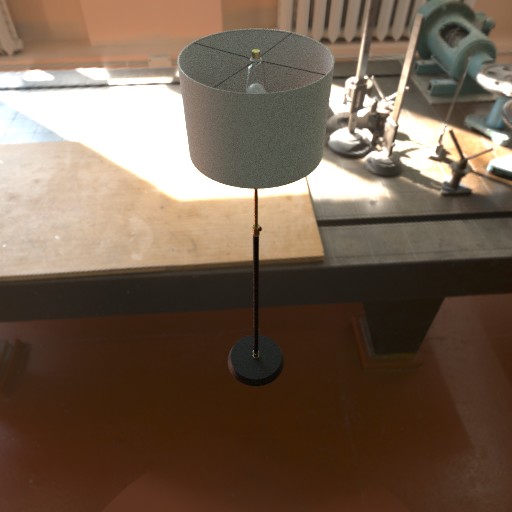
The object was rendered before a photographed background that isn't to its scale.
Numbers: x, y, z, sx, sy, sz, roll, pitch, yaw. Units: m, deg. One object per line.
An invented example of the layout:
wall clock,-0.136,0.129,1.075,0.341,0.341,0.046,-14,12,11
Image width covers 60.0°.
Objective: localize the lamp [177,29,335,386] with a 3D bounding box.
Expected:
lamp,0.000,0.000,1.682,0.404,1.517,0.404,23,50,21
